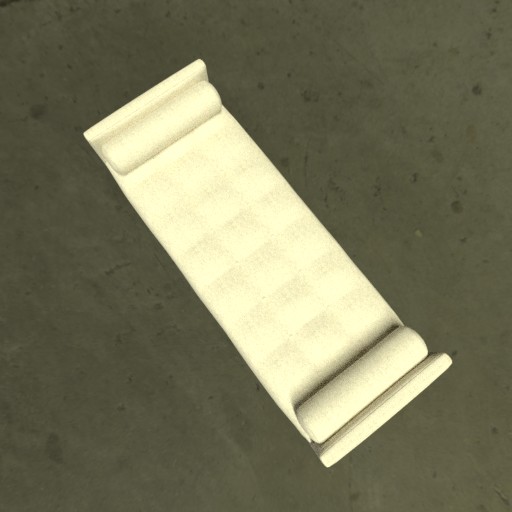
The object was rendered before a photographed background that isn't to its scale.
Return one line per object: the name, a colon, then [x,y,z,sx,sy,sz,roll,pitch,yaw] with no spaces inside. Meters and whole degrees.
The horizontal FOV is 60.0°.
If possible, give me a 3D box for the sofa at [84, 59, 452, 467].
sofa: [0.000,0.000,2.536,0.797,0.655,2.102,-36,79,-8]
